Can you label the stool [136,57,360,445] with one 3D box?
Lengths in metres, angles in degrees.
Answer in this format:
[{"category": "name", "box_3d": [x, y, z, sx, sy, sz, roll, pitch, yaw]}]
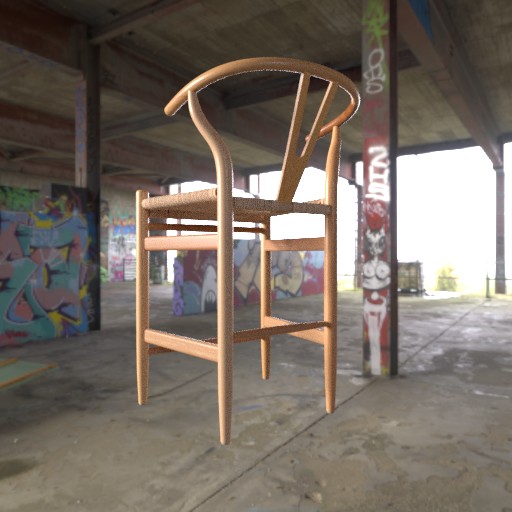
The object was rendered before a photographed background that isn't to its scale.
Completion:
[{"category": "stool", "box_3d": [0.000, 0.000, 1.298, 0.536, 0.923, 0.575, 0, 0, -36]}]
